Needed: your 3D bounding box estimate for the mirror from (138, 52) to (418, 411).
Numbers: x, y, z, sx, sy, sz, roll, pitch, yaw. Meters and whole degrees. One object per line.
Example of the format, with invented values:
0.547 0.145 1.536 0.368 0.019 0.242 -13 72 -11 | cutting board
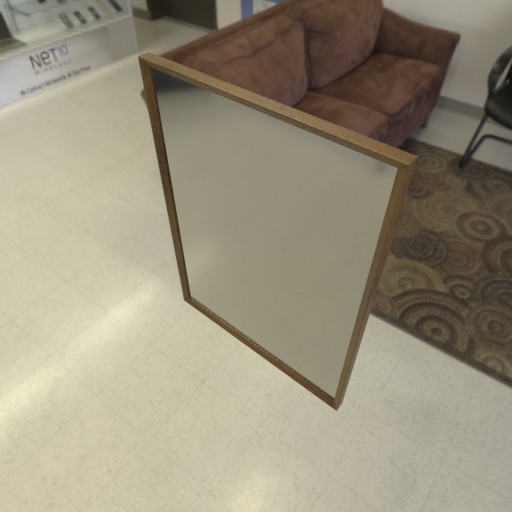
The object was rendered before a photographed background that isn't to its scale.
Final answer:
0.000 0.000 1.353 0.762 1.016 0.041 31 53 26 | mirror
